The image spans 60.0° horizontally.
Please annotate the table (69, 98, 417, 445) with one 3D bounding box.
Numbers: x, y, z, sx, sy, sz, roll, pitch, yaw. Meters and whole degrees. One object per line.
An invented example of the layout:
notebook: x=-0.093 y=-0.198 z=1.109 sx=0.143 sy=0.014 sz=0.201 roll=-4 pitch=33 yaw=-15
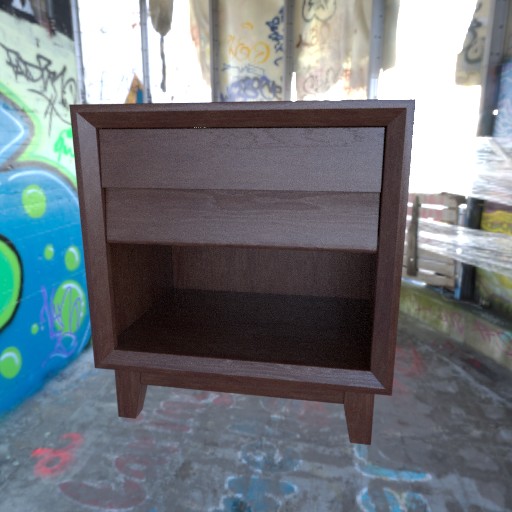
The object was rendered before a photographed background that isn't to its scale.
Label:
table: x=0.000 y=0.000 z=0.984 sx=0.557 sy=0.609 sz=0.449 roll=2 pitch=14 yaw=10
